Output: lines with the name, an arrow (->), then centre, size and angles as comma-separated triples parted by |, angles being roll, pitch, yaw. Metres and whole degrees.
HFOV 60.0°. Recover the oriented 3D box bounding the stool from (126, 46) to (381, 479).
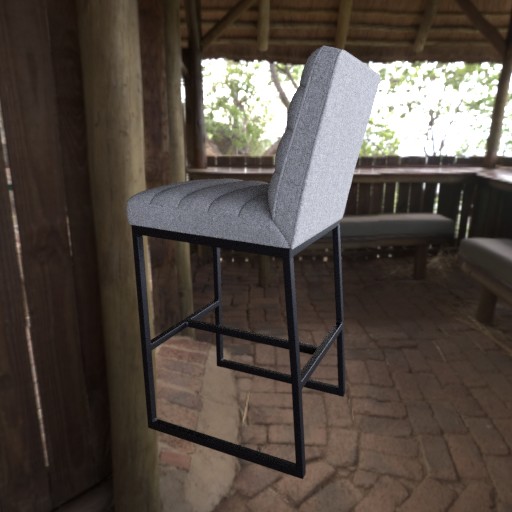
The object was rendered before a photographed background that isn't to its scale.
stool -> 0.000, 0.000, 1.296 | 0.571, 1.034, 0.459 | 7, 16, 24
